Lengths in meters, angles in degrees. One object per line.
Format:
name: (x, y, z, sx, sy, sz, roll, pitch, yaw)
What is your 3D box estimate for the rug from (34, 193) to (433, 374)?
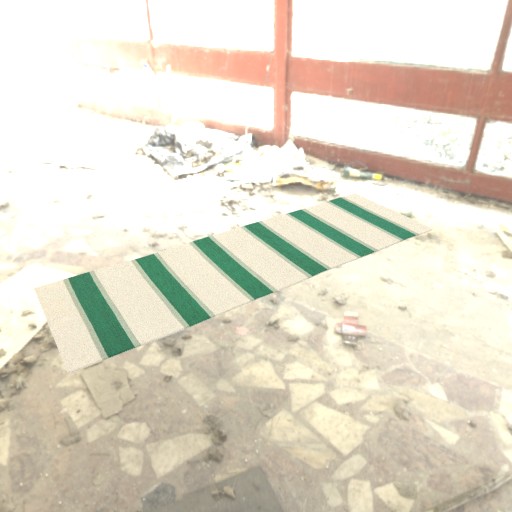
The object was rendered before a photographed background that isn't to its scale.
rug: (0.000, 0.000, 2.756, 2.438, 0.012, 0.768, -19, 36, -28)
